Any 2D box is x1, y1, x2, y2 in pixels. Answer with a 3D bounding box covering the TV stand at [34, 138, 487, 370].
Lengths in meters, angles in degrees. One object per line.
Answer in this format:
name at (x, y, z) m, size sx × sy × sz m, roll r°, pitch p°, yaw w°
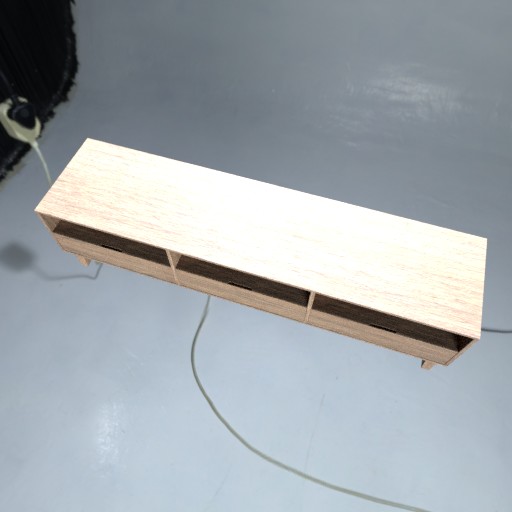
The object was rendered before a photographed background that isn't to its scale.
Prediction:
TV stand at (0.000, 0.000, 1.664) m, size 1.482 × 0.409 × 0.366 m, roll 16°, pitch 60°, yaw 9°
